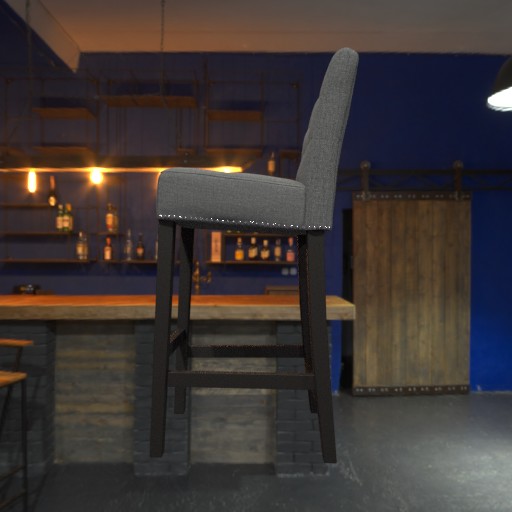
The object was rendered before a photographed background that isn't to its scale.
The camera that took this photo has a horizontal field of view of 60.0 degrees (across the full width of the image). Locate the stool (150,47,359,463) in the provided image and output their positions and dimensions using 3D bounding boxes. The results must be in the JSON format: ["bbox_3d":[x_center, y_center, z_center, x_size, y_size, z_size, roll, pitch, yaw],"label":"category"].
[{"bbox_3d":[0.000,0.000,1.306,0.548,1.047,0.411,0,1,1],"label":"stool"}]
